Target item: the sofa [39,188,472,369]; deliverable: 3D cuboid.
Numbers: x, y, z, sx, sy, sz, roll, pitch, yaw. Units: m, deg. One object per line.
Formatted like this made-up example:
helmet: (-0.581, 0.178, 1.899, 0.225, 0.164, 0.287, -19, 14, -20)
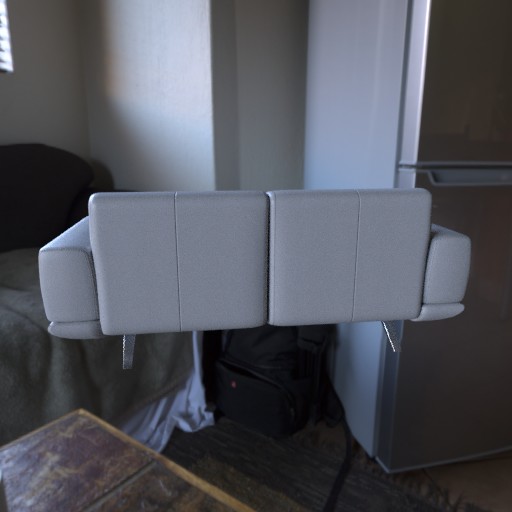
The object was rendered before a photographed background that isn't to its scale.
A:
sofa: (0.000, 0.000, 2.348, 1.901, 0.772, 0.900, -2, 15, -7)
